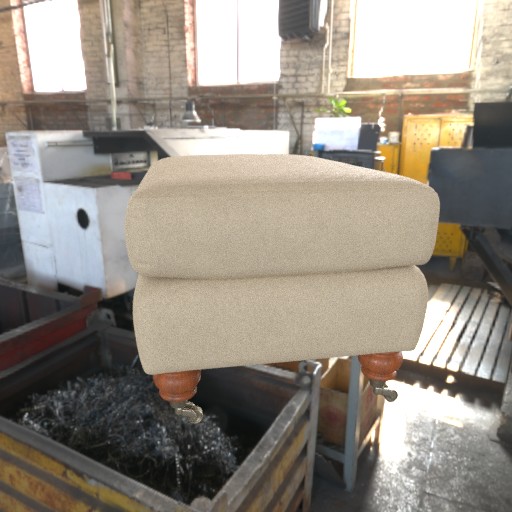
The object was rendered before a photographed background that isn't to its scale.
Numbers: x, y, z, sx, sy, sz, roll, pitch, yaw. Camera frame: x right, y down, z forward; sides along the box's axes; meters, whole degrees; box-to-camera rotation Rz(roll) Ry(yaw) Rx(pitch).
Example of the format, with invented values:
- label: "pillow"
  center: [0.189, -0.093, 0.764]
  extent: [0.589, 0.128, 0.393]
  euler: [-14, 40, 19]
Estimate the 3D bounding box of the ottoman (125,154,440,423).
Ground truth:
- label: "ottoman"
  center: [0.000, 0.000, 1.151]
  extent: [0.569, 0.504, 0.773]
  euler: [-3, 16, -9]
